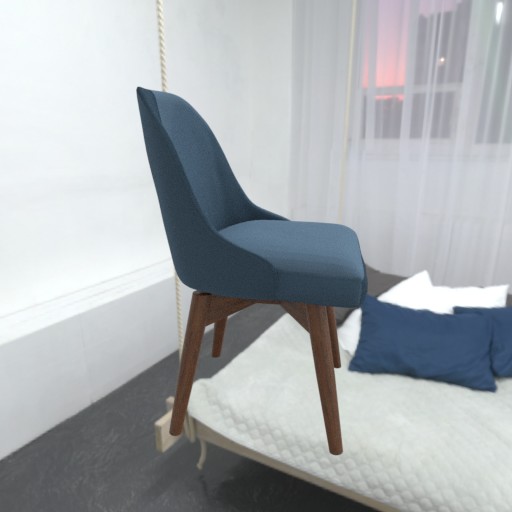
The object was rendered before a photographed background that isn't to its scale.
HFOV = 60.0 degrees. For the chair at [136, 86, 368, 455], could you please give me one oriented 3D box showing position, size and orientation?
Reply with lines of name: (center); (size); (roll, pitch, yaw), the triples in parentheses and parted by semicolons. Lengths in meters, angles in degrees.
chair: (0.000, 0.000, 1.238); (0.589, 0.882, 0.503); (3, 16, 9)
